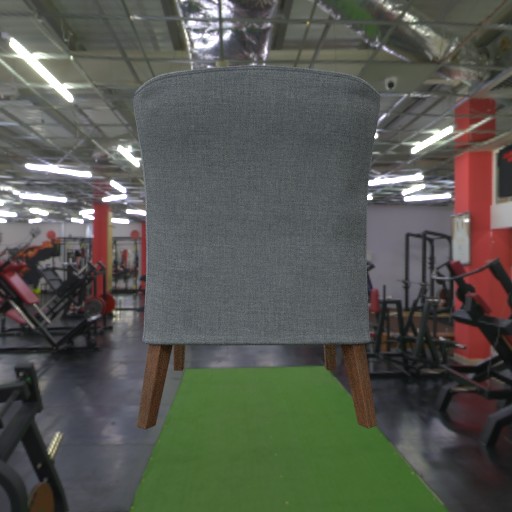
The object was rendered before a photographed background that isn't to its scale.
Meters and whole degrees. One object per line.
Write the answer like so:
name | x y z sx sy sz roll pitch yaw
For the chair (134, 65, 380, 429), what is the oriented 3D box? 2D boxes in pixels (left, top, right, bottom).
chair | 0.000 0.000 1.219 0.600 0.771 0.668 0 0 -1
